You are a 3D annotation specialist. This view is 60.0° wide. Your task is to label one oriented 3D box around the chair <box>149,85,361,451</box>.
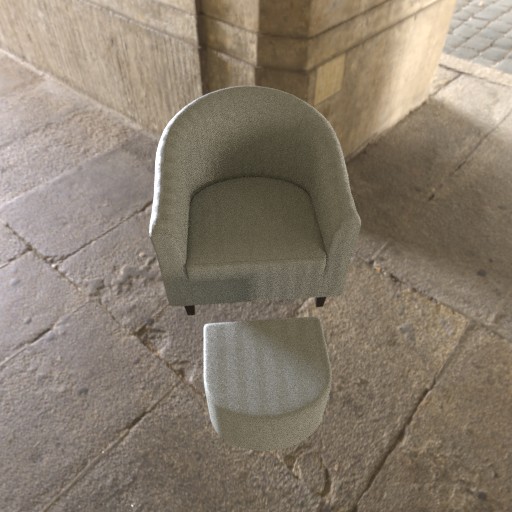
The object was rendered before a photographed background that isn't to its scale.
[{"bbox_3d":[0.000,0.000,1.727,0.756,0.757,1.288,-3,48,-3],"label":"chair"}]
